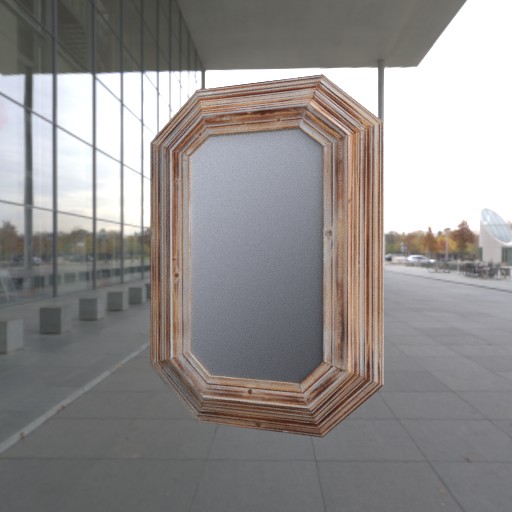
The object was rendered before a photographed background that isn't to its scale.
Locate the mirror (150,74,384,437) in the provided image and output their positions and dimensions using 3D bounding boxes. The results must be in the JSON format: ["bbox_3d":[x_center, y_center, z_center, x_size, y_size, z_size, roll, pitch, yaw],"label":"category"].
[{"bbox_3d":[0.000,0.000,1.285,0.709,1.015,0.061,0,0,18],"label":"mirror"}]
